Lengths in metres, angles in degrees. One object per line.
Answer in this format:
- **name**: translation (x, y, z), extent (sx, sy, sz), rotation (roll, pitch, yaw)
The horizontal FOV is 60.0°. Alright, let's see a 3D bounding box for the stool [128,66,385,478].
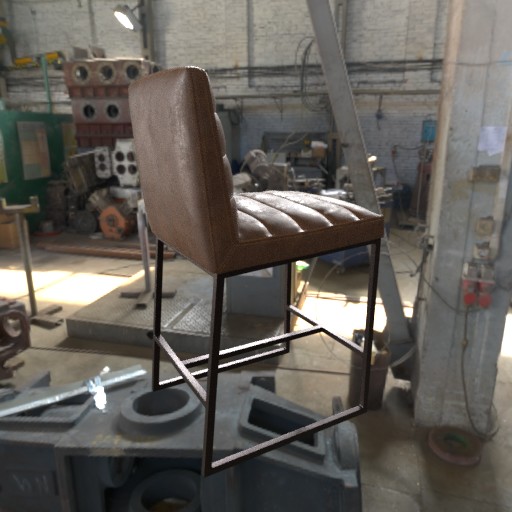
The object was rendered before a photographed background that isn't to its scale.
- **stool**: translation (0.000, 0.000, 1.260), extent (0.562, 0.942, 0.463), rotation (-9, 19, -28)
